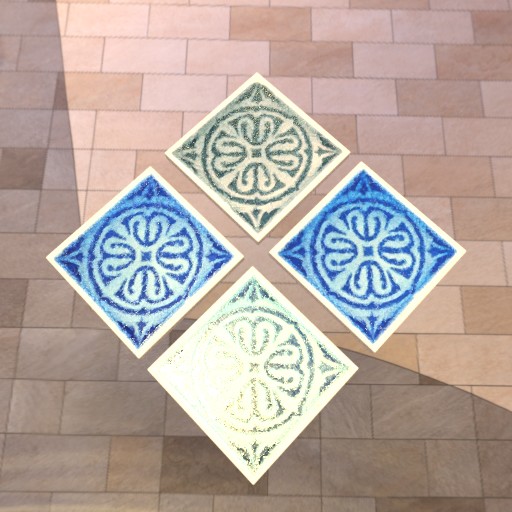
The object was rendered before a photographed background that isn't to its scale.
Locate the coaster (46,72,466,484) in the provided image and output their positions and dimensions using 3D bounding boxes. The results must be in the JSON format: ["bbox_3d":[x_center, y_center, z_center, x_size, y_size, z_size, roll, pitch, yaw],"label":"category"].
[{"bbox_3d":[0.000,0.000,0.326,0.214,0.010,0.219,44,80,10],"label":"coaster"}]
